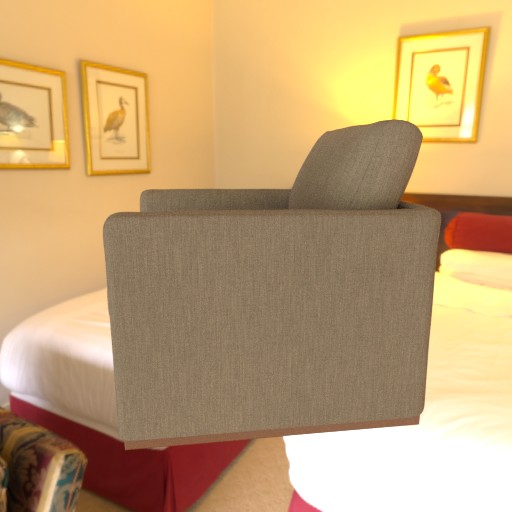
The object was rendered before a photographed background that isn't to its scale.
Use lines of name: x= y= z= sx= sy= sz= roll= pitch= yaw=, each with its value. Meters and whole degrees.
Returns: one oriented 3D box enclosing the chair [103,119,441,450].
chair: x=0.000 y=0.000 z=1.422 sx=0.834 sy=0.811 sz=0.763 roll=-2 pitch=13 yaw=-8
